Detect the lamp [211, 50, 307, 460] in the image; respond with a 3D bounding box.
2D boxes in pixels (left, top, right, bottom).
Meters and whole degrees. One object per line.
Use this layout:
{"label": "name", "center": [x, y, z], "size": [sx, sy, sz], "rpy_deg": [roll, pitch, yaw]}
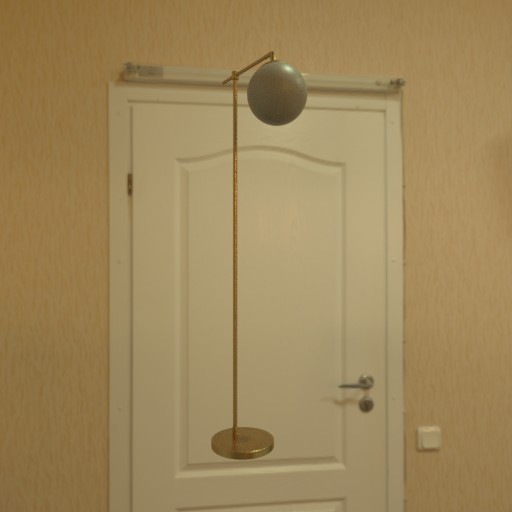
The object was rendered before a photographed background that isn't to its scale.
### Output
{"label": "lamp", "center": [0.000, 0.000, 1.690], "size": [0.249, 1.505, 0.476], "rpy_deg": [0, 0, -36]}
